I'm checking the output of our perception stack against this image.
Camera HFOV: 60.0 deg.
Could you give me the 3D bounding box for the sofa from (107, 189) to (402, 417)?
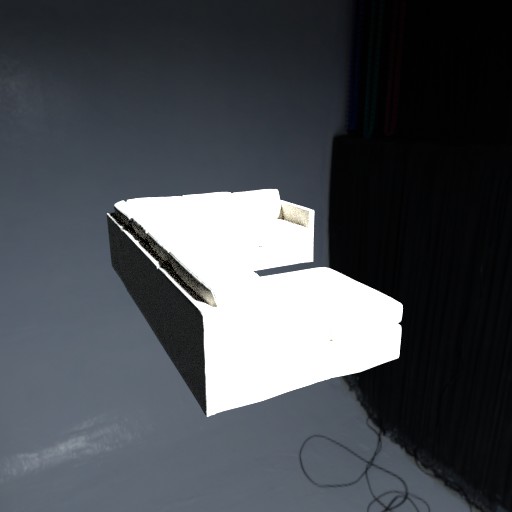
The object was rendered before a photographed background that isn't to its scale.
[{"bbox_3d":[0.000,0.000,4.608,2.448,0.882,3.464,-8,19,-26],"label":"sofa"}]
